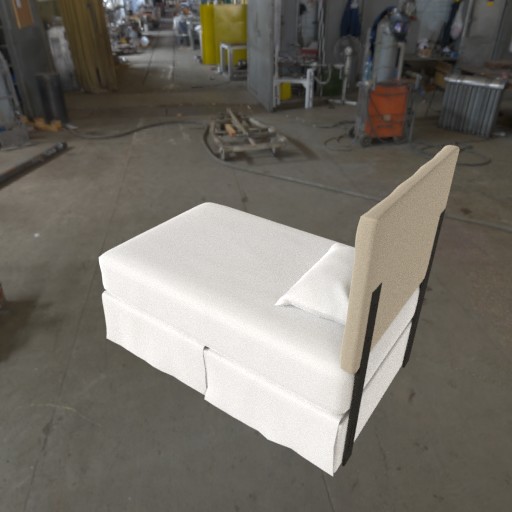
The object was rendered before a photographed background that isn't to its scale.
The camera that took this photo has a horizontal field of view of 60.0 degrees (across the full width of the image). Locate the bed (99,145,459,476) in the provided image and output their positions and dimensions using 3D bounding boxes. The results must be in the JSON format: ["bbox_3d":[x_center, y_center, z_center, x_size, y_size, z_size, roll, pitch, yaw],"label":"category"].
[{"bbox_3d":[0.000,0.000,2.948,1.997,1.571,1.261,21,37,30],"label":"bed"}]
